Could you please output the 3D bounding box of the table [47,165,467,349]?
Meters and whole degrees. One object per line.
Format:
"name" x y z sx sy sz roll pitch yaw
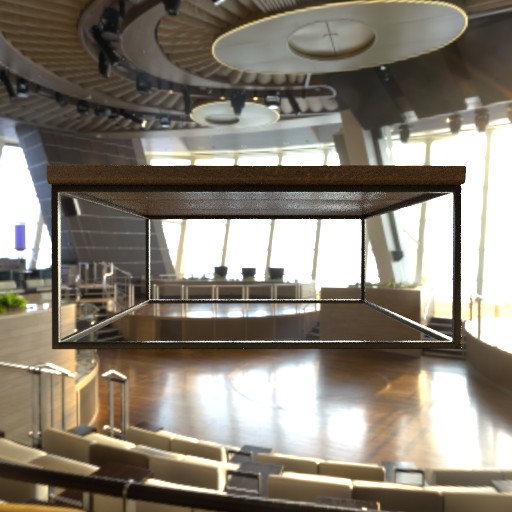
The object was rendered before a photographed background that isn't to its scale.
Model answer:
"table" 0.000 0.000 1.402 0.900 0.400 0.900 0 1 0
